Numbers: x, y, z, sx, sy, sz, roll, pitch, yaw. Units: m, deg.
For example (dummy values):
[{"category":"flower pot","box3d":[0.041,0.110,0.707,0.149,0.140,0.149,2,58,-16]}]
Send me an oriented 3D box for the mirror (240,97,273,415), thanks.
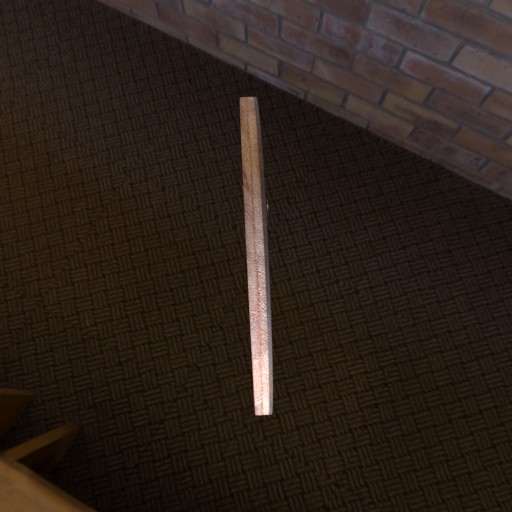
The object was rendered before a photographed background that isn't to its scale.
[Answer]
[{"category":"mirror","box3d":[0.000,0.000,1.053,0.038,0.710,0.710,-3,75,-1]}]
